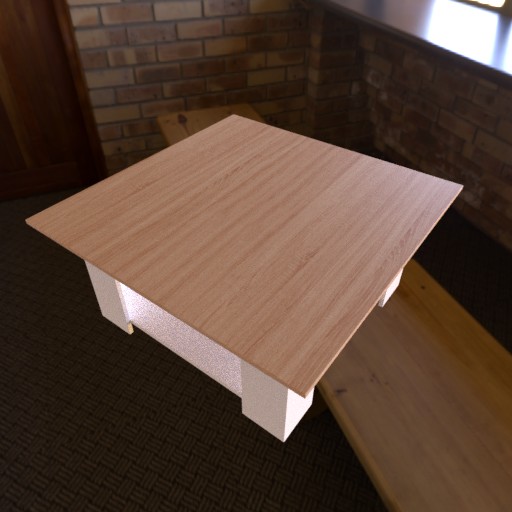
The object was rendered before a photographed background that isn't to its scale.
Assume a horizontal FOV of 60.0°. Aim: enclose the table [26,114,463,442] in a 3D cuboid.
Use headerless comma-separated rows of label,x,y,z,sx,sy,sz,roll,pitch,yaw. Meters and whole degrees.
table,0.000,0.000,1.049,0.670,0.305,0.670,26,47,27
